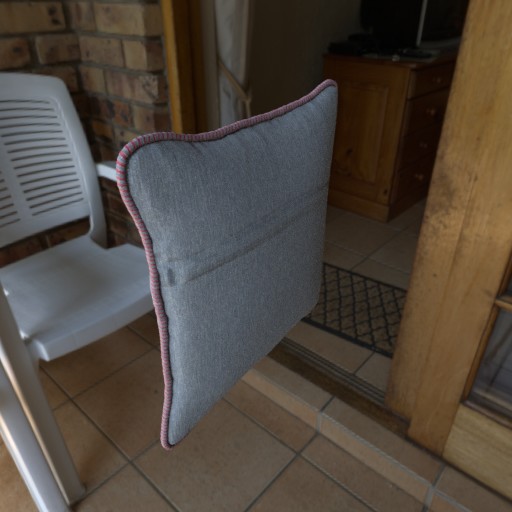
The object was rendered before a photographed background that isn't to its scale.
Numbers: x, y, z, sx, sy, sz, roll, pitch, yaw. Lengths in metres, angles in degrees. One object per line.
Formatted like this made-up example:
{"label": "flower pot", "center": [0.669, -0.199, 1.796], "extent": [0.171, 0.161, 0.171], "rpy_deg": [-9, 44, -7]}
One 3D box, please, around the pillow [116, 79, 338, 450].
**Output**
{"label": "pillow", "center": [0.000, 0.000, 0.729], "extent": [0.124, 0.491, 0.482], "rpy_deg": [21, 37, 30]}
